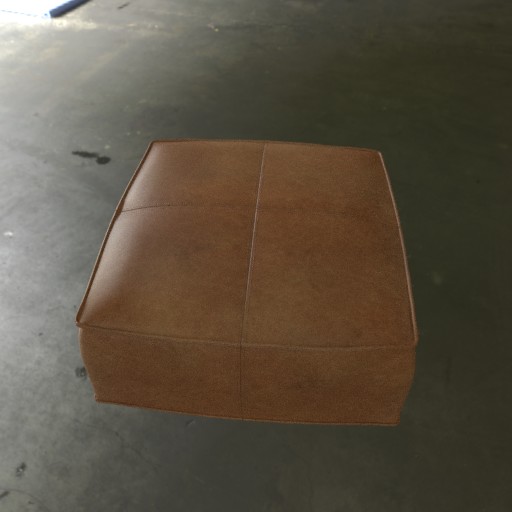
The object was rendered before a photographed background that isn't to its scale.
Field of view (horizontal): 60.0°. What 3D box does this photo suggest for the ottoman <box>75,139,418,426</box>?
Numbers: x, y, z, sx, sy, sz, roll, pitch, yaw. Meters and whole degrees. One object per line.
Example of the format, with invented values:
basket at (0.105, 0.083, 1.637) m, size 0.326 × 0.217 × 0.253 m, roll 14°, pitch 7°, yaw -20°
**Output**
ottoman at (0.000, 0.000, 1.392) m, size 0.902 × 0.395 × 0.901 m, roll 3°, pitch 47°, yaw 3°
